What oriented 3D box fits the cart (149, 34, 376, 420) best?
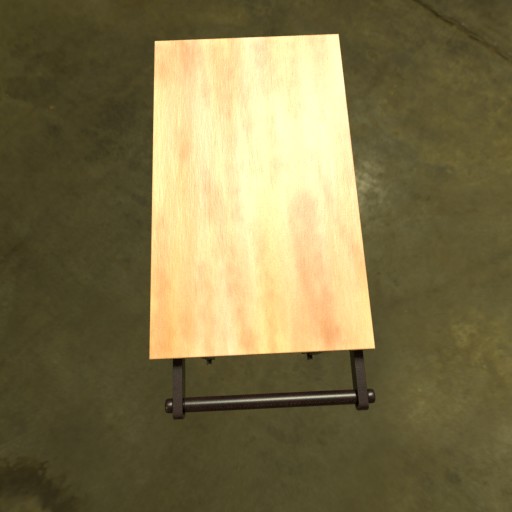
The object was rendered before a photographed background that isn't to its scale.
[{"bbox_3d":[0.000,0.000,1.430,0.472,0.878,0.914,-3,75,-1],"label":"cart"}]
